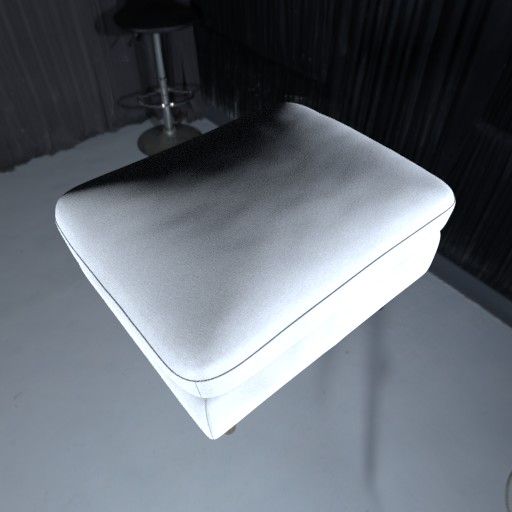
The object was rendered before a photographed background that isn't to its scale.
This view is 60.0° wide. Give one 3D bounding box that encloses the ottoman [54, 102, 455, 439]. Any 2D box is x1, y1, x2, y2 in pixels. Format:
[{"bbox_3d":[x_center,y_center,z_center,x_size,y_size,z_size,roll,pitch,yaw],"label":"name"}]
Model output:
[{"bbox_3d":[0.000,0.000,1.101,0.747,0.478,0.593,-32,54,-26],"label":"ottoman"}]
